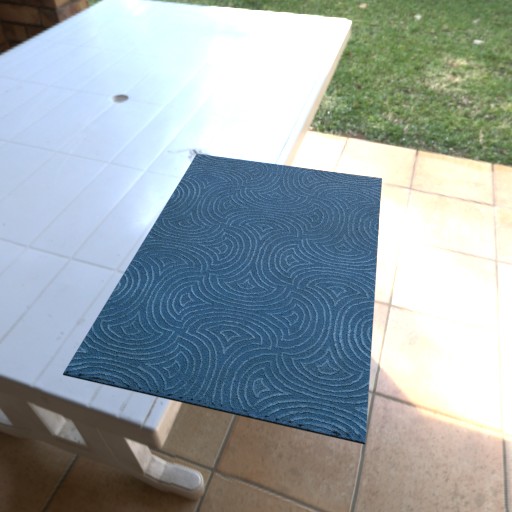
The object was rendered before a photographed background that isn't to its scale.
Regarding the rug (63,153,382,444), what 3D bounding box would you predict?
[{"bbox_3d":[0.000,0.000,2.897,1.543,0.015,2.144,10,46,9],"label":"rug"}]
